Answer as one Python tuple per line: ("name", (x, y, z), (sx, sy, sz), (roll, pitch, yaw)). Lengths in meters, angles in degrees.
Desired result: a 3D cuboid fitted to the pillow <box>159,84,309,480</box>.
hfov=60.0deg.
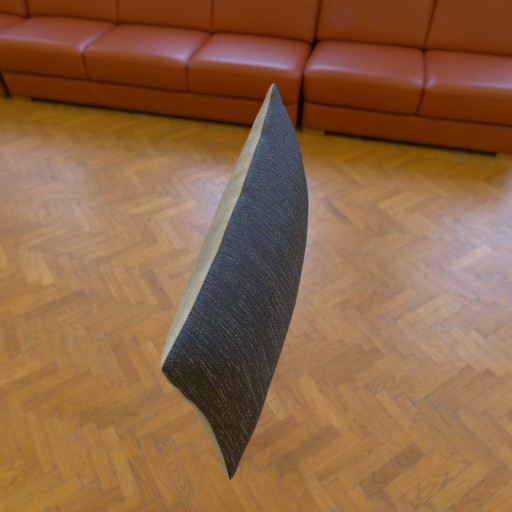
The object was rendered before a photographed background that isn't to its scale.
("pillow", (0.000, 0.000, 0.733), (0.156, 0.305, 0.608), (9, 47, 8))
